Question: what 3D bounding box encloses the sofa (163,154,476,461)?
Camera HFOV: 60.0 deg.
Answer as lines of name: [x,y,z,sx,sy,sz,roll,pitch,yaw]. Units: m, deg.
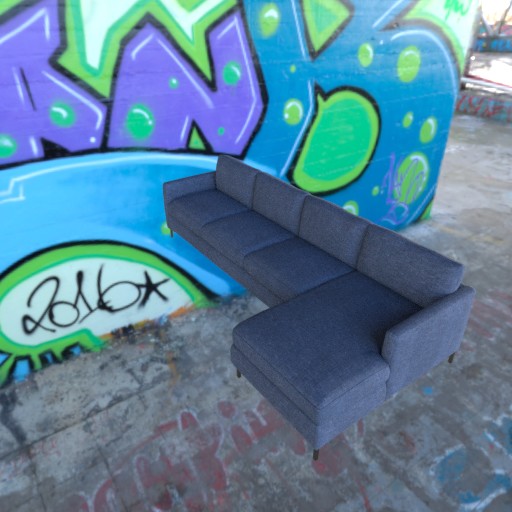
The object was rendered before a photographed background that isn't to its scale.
sofa: [0.000,0.000,3.529,1.350,0.810,2.932,-20,35,-30]
